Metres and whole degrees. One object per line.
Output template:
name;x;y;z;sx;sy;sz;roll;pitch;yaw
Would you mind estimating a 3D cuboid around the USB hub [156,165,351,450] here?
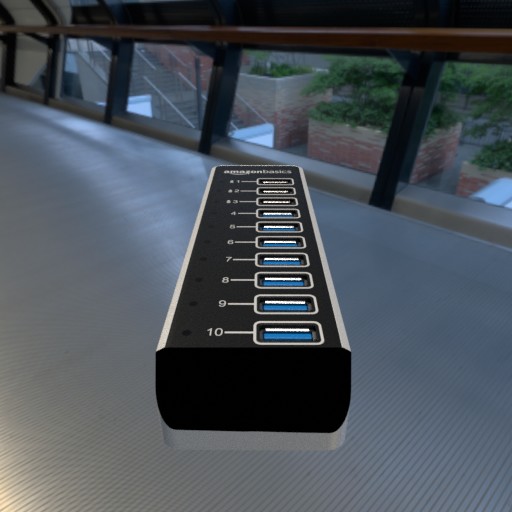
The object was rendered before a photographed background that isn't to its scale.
USB hub;0.000;0.000;0.161;0.044;0.023;0.145;0;29;0
